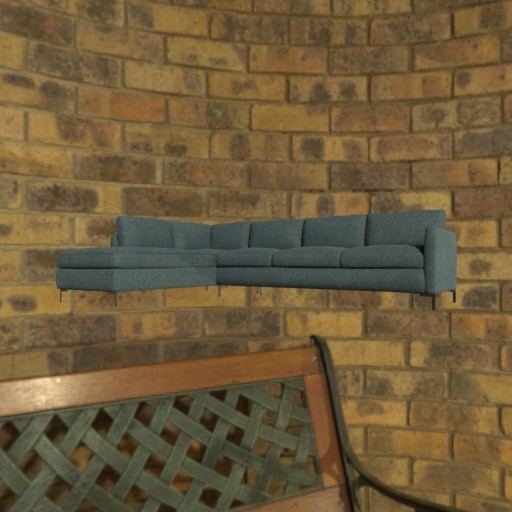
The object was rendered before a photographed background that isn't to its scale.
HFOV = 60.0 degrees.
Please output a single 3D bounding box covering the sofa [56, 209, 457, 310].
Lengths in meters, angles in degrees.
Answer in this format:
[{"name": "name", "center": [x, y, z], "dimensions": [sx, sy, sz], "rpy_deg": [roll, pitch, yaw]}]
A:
[{"name": "sofa", "center": [0.000, 0.000, 3.881], "dimensions": [2.949, 0.815, 2.007], "rpy_deg": [-1, -1, 35]}]
